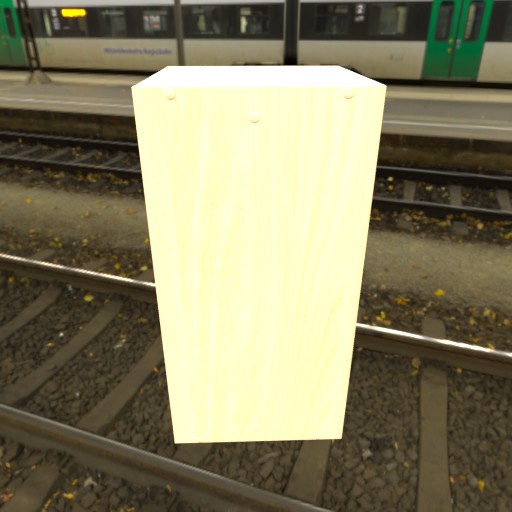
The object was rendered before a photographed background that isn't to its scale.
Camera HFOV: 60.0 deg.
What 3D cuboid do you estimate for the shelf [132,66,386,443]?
[{"bbox_3d":[0.000,0.000,0.780,0.297,0.594,0.290,-1,28,-2],"label":"shelf"}]
